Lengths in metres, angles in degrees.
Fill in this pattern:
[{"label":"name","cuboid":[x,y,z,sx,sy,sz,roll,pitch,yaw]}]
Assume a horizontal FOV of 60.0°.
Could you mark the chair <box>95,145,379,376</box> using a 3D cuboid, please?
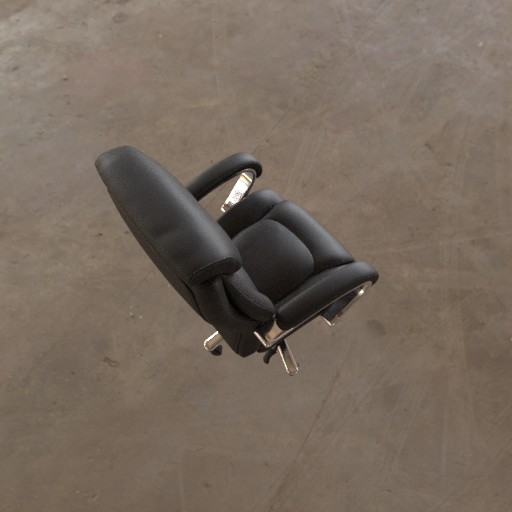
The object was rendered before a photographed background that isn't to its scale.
[{"label":"chair","cuboid":[0.000,0.000,1.716,0.790,1.183,0.755,-34,64,-19]}]
